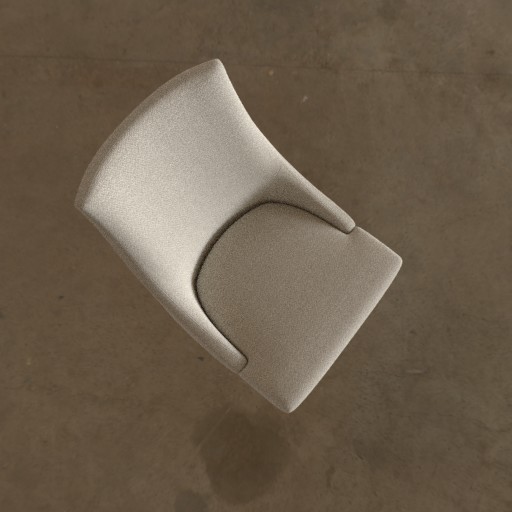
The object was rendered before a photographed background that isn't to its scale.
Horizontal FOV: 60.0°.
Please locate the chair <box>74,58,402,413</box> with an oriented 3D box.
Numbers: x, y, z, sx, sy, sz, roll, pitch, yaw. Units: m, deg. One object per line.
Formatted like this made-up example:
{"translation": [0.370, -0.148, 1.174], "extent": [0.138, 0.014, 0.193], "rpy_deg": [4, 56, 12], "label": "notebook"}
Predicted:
{"translation": [0.000, 0.000, 1.519], "extent": [0.861, 0.909, 0.701], "rpy_deg": [38, 78, 9], "label": "chair"}
